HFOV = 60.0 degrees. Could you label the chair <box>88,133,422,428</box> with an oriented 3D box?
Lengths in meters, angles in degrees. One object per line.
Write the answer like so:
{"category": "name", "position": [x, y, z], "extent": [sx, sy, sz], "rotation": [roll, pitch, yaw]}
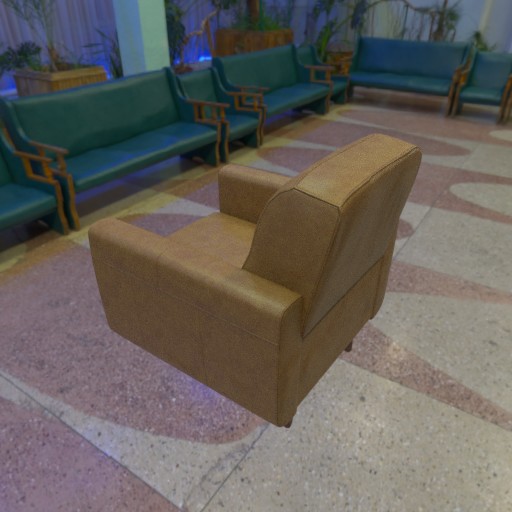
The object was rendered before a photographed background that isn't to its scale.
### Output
{"category": "chair", "position": [0.000, 0.000, 1.706], "extent": [0.942, 0.968, 0.845], "rotation": [21, 37, 31]}
